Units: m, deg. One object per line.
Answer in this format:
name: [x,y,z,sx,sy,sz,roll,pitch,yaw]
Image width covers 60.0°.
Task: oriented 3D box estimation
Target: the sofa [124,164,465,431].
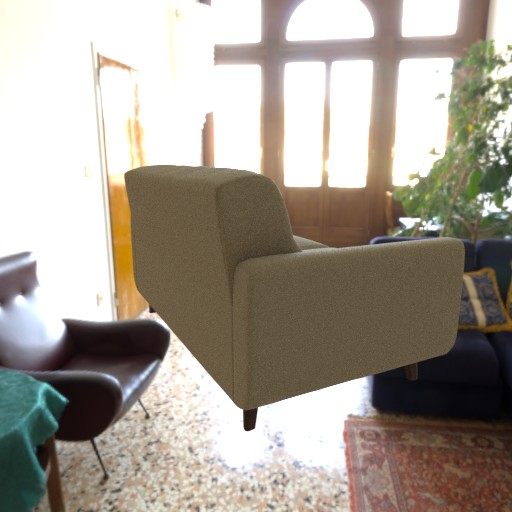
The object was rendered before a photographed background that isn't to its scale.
sofa: [0.000,0.000,2.212,0.980,0.892,1.655,-6,14,-26]
